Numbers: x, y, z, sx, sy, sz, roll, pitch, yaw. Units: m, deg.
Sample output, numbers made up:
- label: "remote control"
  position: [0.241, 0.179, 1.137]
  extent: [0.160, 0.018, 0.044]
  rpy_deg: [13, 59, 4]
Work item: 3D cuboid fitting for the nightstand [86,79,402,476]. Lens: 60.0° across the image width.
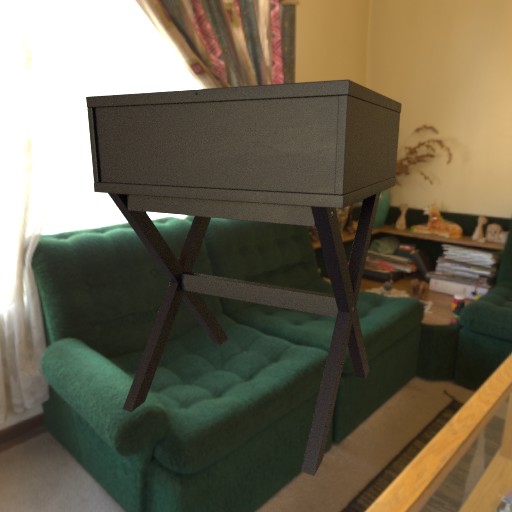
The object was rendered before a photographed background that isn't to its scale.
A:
- label: "nightstand"
  position: [0.000, 0.000, 0.935]
  extent: [0.479, 0.623, 0.402]
  rpy_deg: [7, 16, 26]
